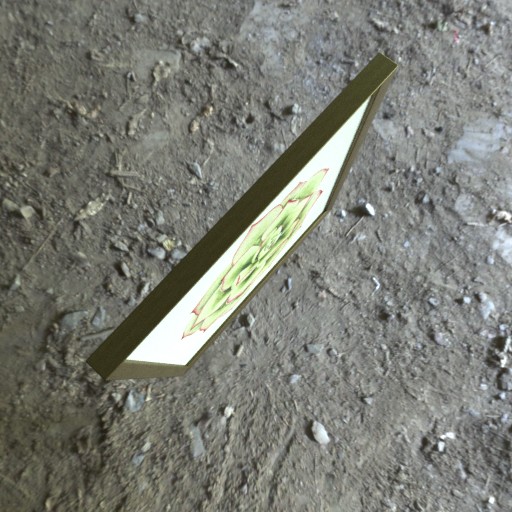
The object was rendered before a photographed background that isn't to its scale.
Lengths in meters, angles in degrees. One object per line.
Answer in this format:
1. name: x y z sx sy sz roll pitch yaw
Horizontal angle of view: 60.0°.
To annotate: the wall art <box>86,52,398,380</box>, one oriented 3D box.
1. wall art: 0.000 0.000 0.750 0.031 0.506 0.503 40 79 10
